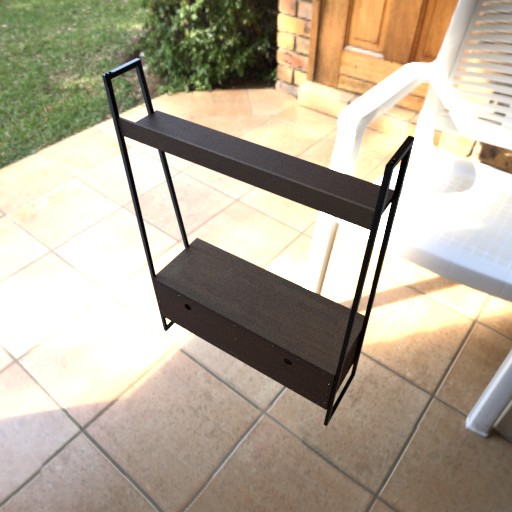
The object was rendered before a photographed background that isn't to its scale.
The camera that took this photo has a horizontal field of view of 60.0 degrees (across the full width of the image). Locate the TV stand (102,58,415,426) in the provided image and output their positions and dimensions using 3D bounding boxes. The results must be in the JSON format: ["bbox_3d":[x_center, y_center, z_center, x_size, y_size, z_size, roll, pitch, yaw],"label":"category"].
[{"bbox_3d":[0.000,0.000,2.323,1.250,1.772,0.432,24,50,23],"label":"TV stand"}]
